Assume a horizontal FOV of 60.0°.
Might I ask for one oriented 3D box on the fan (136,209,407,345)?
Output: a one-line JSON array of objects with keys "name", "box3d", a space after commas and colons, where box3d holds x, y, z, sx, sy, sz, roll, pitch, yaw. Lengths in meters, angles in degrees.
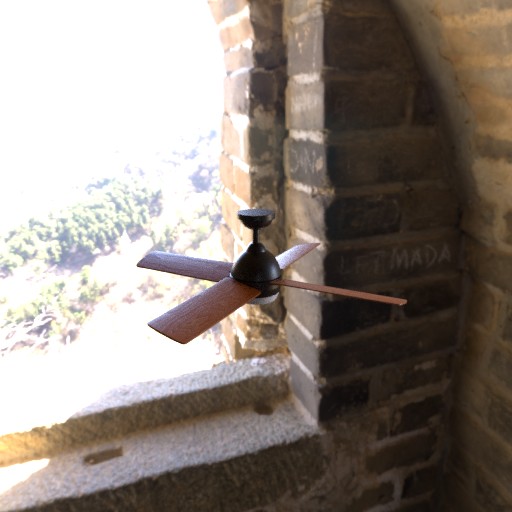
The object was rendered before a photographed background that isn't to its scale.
[{"name": "fan", "box3d": [0.000, 0.000, 2.011, 1.332, 0.403, 1.332, 8, 18, 27]}]
